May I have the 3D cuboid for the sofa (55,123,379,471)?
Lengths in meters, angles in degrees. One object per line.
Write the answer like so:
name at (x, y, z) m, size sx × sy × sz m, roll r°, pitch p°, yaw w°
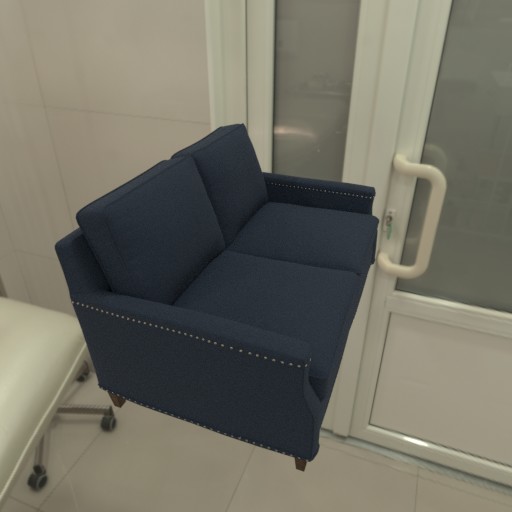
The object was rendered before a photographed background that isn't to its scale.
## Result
sofa at (0.000, 0.000, 2.277) m, size 1.084 × 1.003 × 1.597 m, roll 11°, pitch 33°, yaw 18°
